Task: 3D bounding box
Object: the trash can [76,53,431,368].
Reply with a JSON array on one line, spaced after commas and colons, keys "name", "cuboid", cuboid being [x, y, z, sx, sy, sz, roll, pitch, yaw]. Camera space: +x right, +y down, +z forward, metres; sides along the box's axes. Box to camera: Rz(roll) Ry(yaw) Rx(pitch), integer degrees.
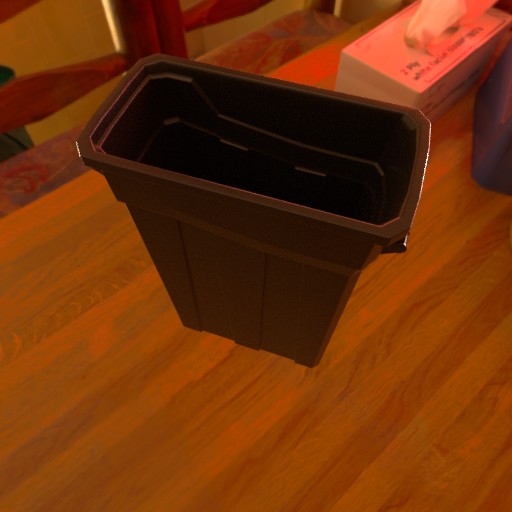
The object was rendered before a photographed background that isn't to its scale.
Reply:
[{"name": "trash can", "cuboid": [0.000, 0.000, 1.041, 0.559, 0.762, 0.281, 16, 59, 10]}]
